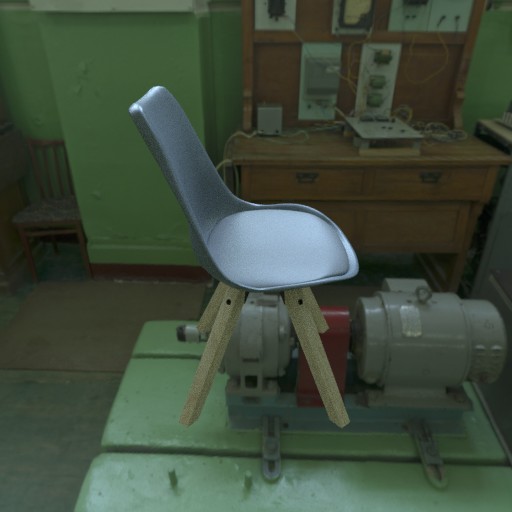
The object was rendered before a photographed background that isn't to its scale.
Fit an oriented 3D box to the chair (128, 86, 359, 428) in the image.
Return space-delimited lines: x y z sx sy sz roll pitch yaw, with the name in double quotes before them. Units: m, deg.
"chair" 0.000 0.000 1.222 0.550 0.850 0.485 0 30 0
